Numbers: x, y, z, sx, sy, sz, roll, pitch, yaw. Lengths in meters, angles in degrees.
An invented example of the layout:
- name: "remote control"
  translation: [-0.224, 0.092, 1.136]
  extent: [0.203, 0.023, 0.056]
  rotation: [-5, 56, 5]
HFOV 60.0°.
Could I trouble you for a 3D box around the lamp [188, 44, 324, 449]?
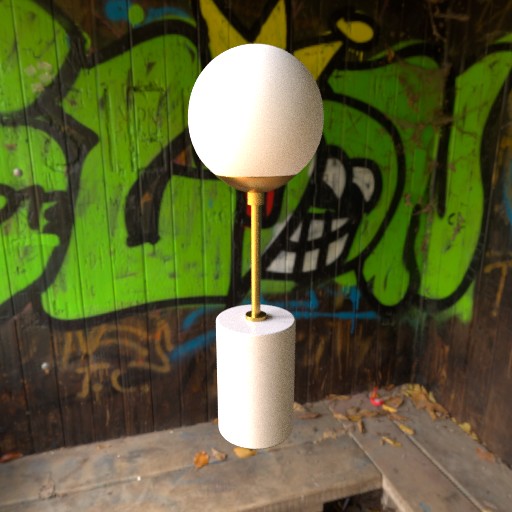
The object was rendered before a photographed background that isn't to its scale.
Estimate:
- name: "lamp"
  translation: [0.000, 0.000, 0.549]
  extent: [0.153, 0.480, 0.153]
  rotation: [0, 15, 0]
